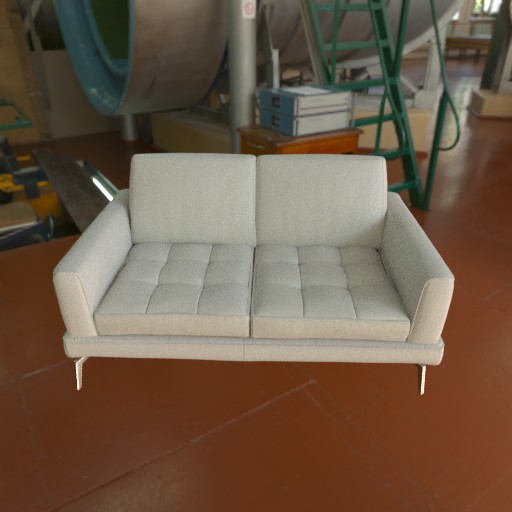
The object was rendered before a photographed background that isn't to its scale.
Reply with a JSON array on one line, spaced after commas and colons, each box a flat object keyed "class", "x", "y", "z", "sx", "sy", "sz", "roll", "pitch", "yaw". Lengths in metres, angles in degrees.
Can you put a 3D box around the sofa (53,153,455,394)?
[{"class": "sofa", "x": 0.000, "y": 0.000, "z": 2.434, "sx": 1.819, "sy": 0.930, "sz": 1.121, "roll": 1, "pitch": 29, "yaw": 2}]
